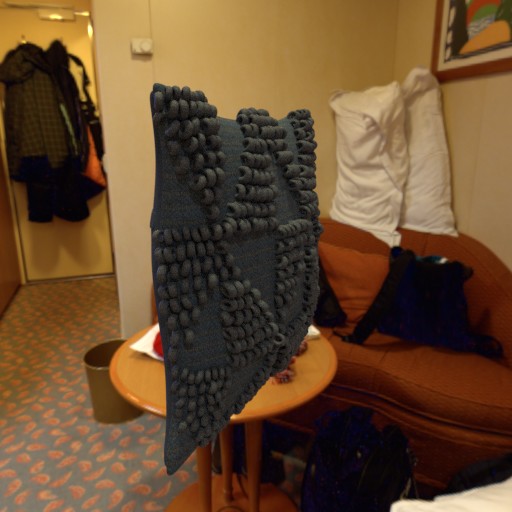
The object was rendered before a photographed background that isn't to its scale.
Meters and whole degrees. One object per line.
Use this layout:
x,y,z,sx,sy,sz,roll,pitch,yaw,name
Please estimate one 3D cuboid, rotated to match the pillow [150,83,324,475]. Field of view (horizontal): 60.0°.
0.000,0.000,0.698,0.172,0.466,0.469,7,16,25,pillow
